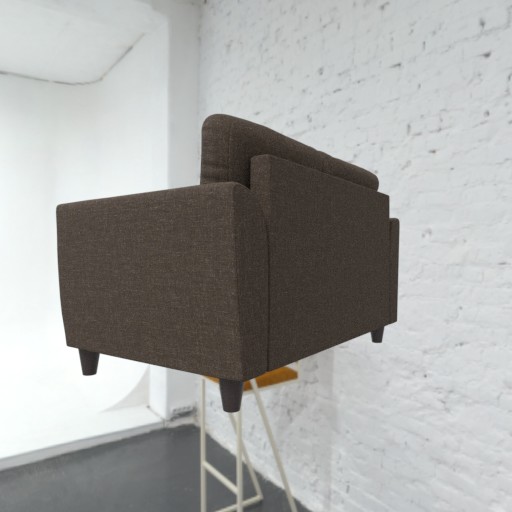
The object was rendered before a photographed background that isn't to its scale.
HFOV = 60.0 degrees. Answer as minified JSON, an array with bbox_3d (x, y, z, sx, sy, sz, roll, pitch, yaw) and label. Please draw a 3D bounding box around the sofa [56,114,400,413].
[{"bbox_3d":[0.000,0.000,1.967,0.851,0.885,1.423,0,0,35],"label":"sofa"}]
